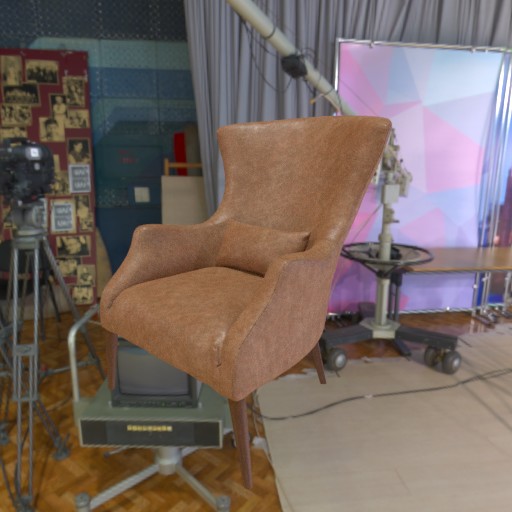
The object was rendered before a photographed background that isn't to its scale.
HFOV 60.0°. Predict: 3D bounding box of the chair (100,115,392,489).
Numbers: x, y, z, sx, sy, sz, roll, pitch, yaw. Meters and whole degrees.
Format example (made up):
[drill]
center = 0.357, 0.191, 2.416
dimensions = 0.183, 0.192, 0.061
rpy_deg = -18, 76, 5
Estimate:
[chair]
center = 0.000, 0.000, 1.710
dimensions = 0.846, 1.067, 0.955
rpy_deg = 13, 20, 42
